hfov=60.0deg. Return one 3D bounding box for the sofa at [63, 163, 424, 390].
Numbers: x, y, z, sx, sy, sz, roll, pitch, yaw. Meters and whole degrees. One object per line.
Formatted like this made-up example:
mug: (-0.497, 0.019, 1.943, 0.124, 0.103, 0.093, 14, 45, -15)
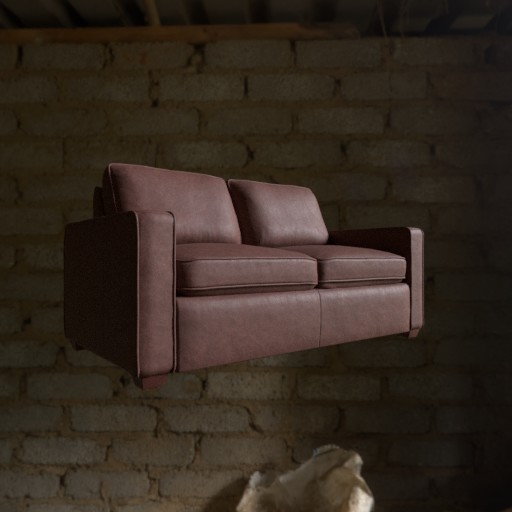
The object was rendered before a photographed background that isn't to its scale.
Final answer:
sofa: (0.000, 0.000, 2.330, 1.709, 0.918, 0.947, 0, 0, -37)
